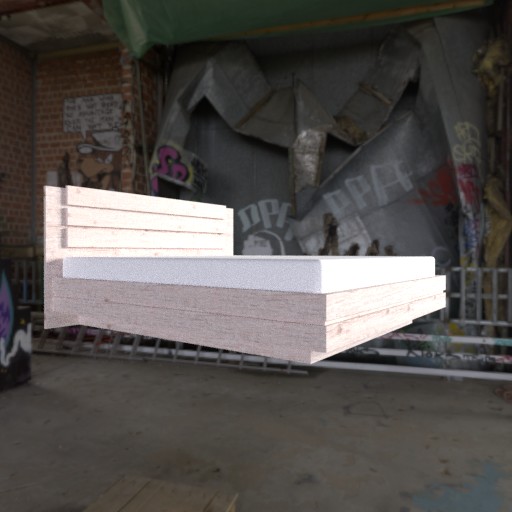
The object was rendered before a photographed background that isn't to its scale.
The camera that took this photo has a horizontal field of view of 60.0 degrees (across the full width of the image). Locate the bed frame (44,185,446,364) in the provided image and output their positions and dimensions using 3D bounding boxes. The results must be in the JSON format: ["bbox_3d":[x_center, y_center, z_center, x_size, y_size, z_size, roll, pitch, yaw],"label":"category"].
[{"bbox_3d":[0.000,0.000,3.122,2.080,0.970,1.950,0,1,37],"label":"bed frame"}]
